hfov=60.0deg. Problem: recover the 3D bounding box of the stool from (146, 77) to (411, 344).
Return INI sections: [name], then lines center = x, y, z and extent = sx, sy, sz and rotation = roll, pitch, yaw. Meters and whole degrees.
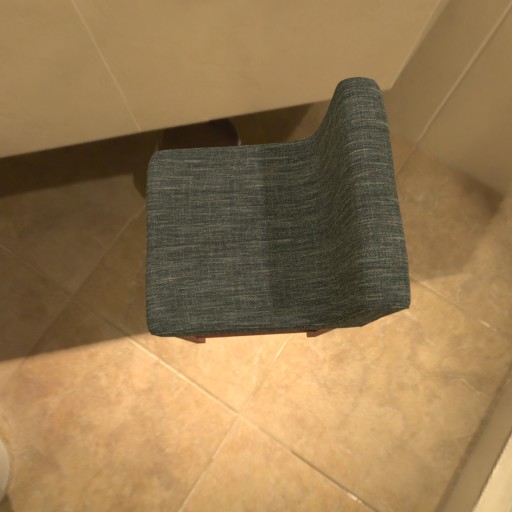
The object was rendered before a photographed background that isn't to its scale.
[stool]
center = 0.000, 0.000, 1.086
extent = 0.459, 0.835, 0.395
rotation = -3, 76, -1
